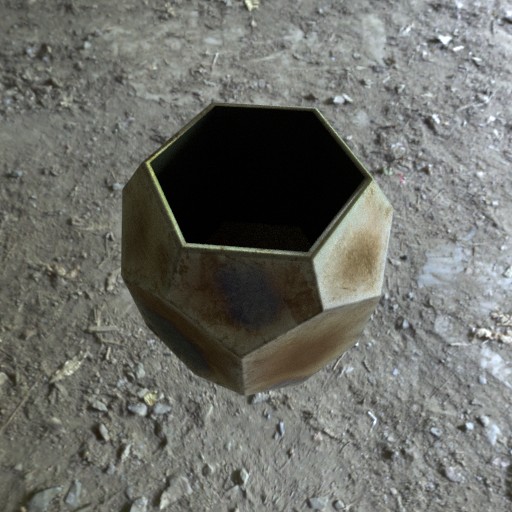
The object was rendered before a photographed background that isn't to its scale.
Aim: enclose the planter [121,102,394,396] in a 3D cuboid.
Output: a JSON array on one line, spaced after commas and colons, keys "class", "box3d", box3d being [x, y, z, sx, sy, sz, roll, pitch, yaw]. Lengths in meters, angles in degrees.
[{"class": "planter", "box3d": [0.000, 0.000, 0.432, 0.243, 0.238, 0.221, 31, 62, 18]}]
